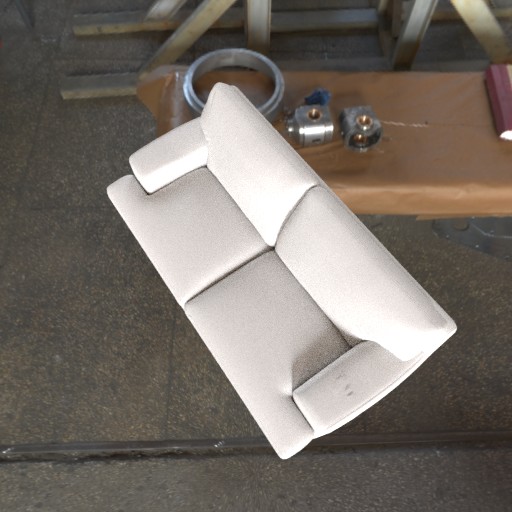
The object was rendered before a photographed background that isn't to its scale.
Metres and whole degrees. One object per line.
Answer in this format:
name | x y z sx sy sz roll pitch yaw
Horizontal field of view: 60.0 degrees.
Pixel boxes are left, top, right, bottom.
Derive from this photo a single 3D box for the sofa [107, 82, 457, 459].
sofa | 0.000 0.000 2.872 1.143 0.940 2.261 -32 68 -15
